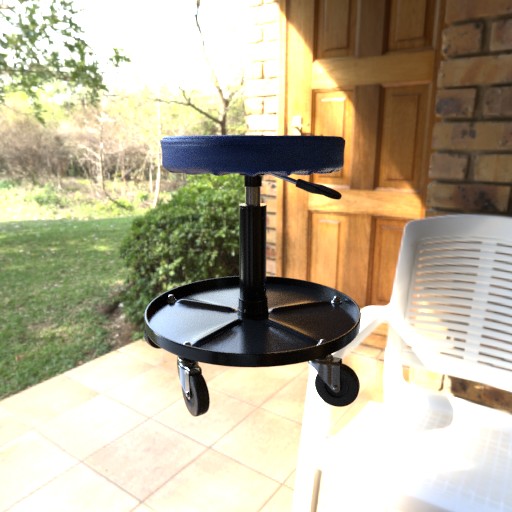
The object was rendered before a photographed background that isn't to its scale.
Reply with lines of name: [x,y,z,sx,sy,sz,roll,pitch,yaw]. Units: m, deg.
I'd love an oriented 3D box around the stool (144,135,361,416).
stool: [0.000,0.000,0.701,0.382,0.365,0.381,8,16,28]
